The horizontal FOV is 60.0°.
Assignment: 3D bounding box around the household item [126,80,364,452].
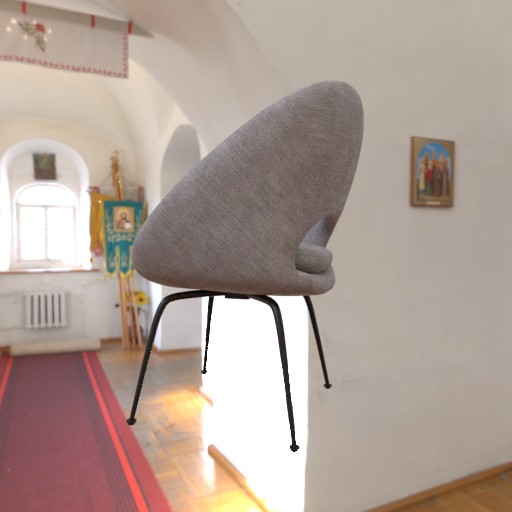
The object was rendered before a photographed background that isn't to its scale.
[{"bbox_3d":[0.000,0.000,1.266,0.587,0.869,0.643,1,3,19],"label":"household item"}]
